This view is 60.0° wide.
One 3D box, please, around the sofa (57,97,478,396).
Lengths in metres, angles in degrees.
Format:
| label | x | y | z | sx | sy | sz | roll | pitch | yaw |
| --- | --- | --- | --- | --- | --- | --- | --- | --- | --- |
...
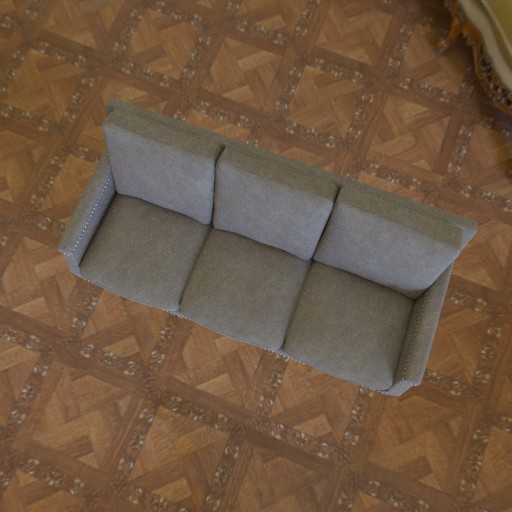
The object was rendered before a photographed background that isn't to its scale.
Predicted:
| label | x | y | z | sx | sy | sz | roll | pitch | yaw |
| --- | --- | --- | --- | --- | --- | --- | --- | --- | --- |
| sofa | 0.000 | 0.000 | 2.740 | 2.226 | 1.042 | 1.034 | 20 | 77 | 5 |
